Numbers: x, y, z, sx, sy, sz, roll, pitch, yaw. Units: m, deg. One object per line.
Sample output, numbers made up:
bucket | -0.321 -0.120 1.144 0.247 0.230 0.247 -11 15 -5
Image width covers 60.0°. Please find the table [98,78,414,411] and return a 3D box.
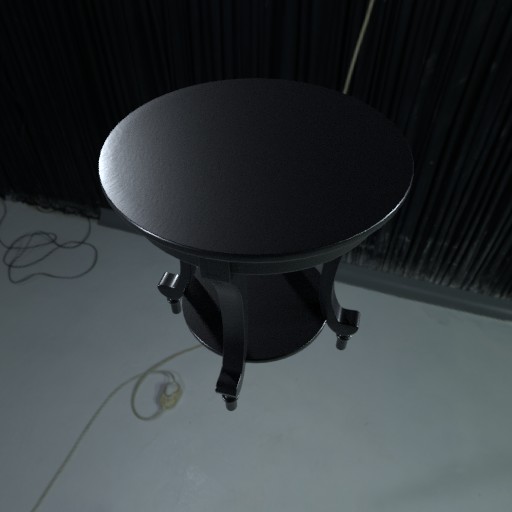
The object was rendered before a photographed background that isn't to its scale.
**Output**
table | 0.000 0.000 1.083 0.597 0.618 0.597 0 46 0
